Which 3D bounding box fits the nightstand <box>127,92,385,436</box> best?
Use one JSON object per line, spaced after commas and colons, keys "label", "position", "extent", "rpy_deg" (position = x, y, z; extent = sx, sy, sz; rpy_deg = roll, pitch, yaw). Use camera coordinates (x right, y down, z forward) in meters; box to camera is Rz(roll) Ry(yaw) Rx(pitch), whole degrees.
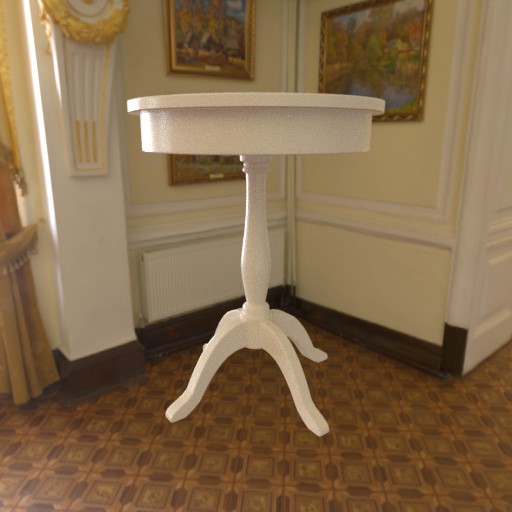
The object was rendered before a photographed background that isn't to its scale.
{"label": "nightstand", "position": [0.000, 0.000, 0.999], "extent": [0.513, 0.653, 0.513], "rpy_deg": [-8, 17, -27]}
